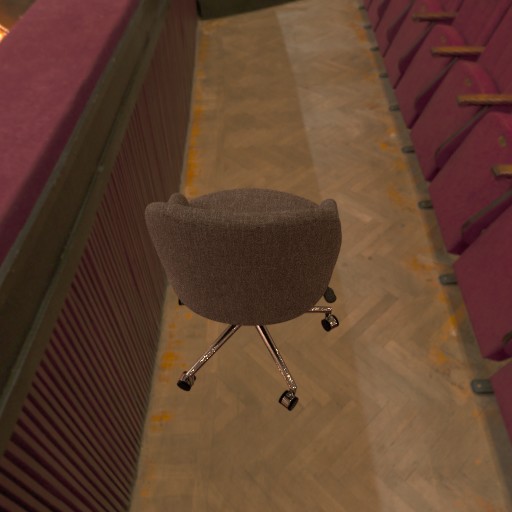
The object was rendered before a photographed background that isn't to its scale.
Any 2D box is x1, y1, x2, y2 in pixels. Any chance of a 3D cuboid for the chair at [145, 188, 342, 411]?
[{"bbox_3d":[0.000,0.000,1.452,0.671,0.950,0.712,2,47,2],"label":"chair"}]
